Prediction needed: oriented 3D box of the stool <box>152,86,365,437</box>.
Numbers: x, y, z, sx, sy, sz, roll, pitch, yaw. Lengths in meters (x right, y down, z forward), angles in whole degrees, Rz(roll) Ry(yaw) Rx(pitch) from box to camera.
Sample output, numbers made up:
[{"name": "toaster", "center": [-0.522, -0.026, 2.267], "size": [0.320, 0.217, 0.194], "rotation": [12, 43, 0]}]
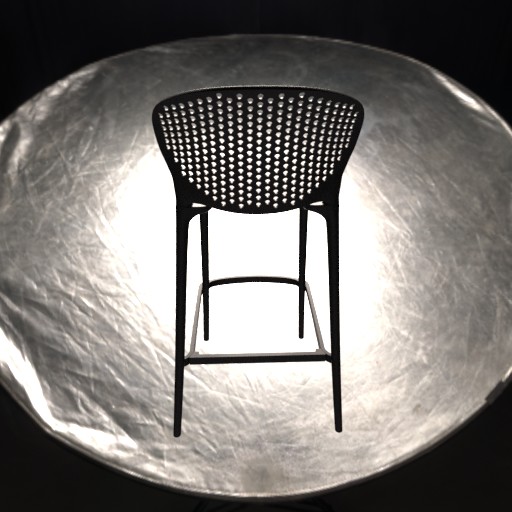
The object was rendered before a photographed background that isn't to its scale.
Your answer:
[{"name": "stool", "center": [0.000, 0.000, 1.334], "size": [0.536, 1.045, 0.535], "rotation": [-1, 30, -2]}]
